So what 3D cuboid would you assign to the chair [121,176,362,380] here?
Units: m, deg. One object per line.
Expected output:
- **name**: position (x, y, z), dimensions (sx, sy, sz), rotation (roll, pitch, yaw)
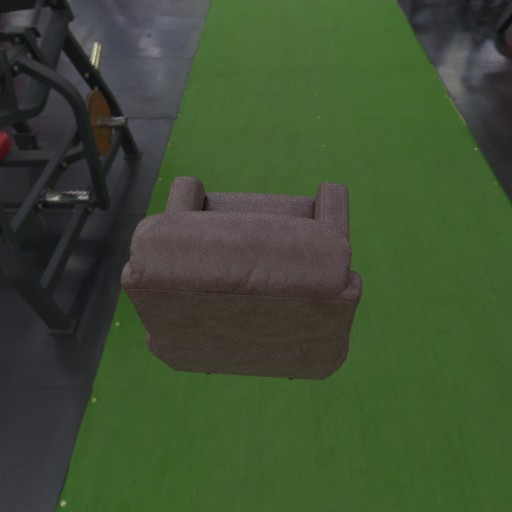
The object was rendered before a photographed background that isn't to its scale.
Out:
- **chair**: position (0.000, 0.000, 1.866), dimensions (0.865, 1.067, 1.067), rotation (3, 46, 3)
